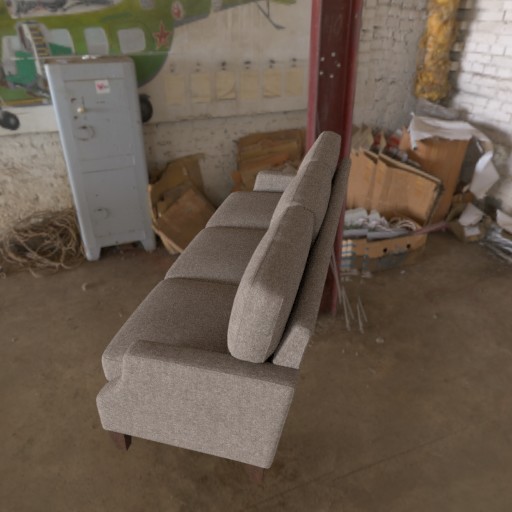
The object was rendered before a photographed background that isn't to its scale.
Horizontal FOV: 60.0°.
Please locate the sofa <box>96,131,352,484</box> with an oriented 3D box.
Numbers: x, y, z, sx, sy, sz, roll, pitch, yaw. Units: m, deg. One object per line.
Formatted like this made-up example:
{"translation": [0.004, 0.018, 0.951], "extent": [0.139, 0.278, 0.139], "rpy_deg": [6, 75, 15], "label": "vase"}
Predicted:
{"translation": [0.000, 0.000, 2.526], "extent": [0.888, 0.984, 2.115], "rpy_deg": [7, 31, 13], "label": "sofa"}
